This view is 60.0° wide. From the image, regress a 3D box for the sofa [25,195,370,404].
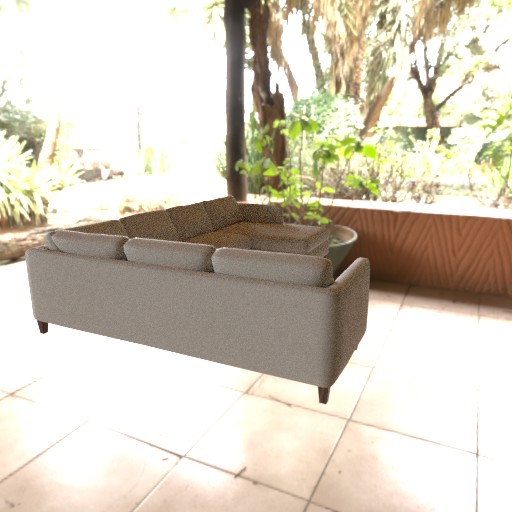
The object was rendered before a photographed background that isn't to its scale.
[{"bbox_3d":[0.000,0.000,4.408,2.551,0.853,3.238,7,15,24],"label":"sofa"}]
